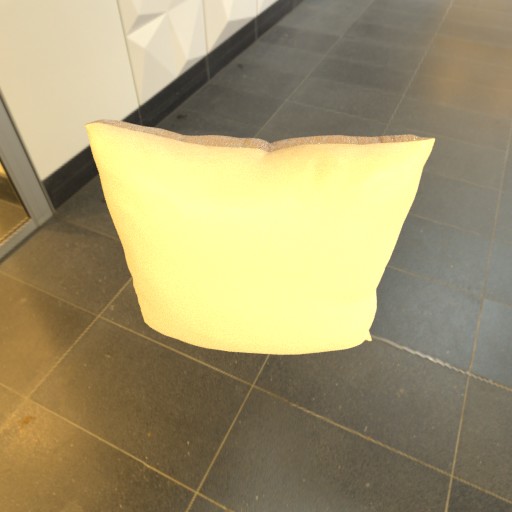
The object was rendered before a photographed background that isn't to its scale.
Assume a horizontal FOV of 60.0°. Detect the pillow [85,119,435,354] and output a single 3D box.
[{"bbox_3d":[0.000,0.000,0.711,0.450,0.448,0.245,5,48,4],"label":"pillow"}]
